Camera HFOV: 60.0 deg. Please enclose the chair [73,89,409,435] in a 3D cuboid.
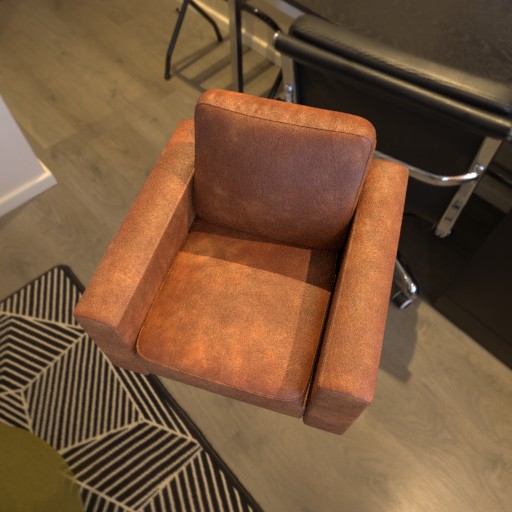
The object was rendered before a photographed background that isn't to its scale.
[{"bbox_3d":[0.000,0.000,1.718,1.005,0.873,1.016,14,60,9],"label":"chair"}]
